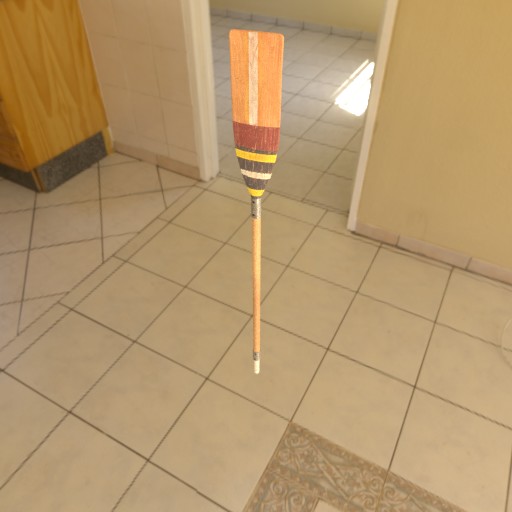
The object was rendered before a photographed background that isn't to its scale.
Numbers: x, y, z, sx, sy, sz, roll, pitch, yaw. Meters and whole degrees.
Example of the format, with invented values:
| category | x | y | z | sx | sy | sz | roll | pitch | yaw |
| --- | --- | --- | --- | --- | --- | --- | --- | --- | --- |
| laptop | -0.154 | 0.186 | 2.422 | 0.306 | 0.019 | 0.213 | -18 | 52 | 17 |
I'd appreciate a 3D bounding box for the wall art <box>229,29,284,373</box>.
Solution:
| category | x | y | z | sx | sy | sz | roll | pitch | yaw |
| --- | --- | --- | --- | --- | --- | --- | --- | --- | --- |
| wall art | 0.000 | 0.000 | 1.655 | 0.146 | 1.556 | 0.038 | 13 | 45 | 14 |
